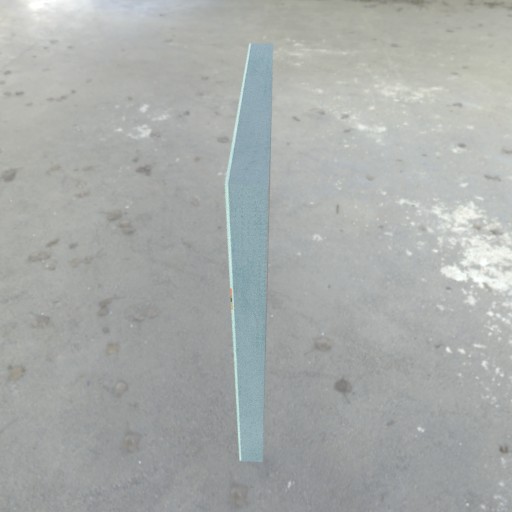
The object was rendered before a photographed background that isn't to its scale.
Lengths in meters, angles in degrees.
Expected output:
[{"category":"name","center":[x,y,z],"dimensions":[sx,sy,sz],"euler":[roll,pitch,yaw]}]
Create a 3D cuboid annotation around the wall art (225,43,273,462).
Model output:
[{"category":"wall art","center":[0.000,0.000,0.691],"dimensions":[0.037,0.509,0.409],"euler":[1,41,2]}]
